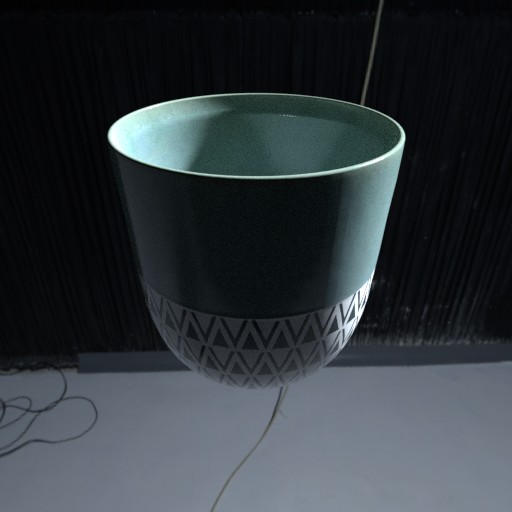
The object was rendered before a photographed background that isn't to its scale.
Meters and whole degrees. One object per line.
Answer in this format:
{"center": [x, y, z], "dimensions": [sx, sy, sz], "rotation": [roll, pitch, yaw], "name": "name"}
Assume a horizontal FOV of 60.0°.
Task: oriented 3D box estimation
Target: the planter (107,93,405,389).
{"center": [0.000, 0.000, 0.362], "dimensions": [0.198, 0.214, 0.198], "rotation": [0, 32, 0], "name": "planter"}
